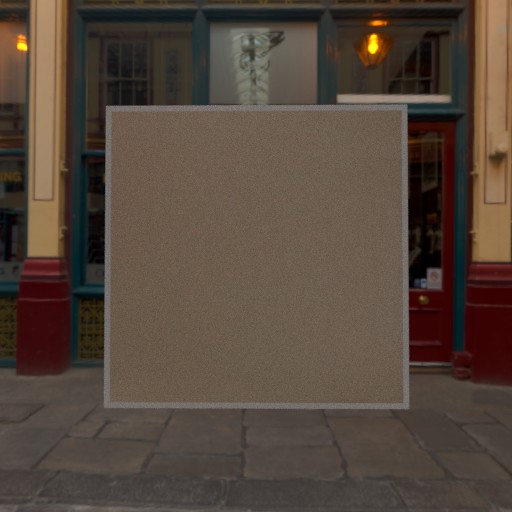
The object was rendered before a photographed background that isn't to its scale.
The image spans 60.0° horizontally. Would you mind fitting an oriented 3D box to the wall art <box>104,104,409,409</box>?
[{"bbox_3d":[0.000,0.000,0.670,0.456,0.456,0.007,0,-1,1],"label":"wall art"}]
